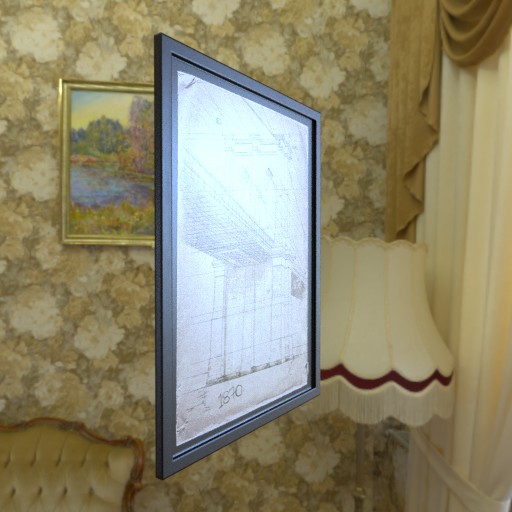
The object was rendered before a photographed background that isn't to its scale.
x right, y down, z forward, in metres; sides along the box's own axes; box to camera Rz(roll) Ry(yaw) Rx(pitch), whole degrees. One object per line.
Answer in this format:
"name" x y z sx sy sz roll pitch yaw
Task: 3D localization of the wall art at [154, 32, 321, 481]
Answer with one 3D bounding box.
"wall art" 0.000 0.000 0.845 0.016 0.657 0.480 1 1 37
